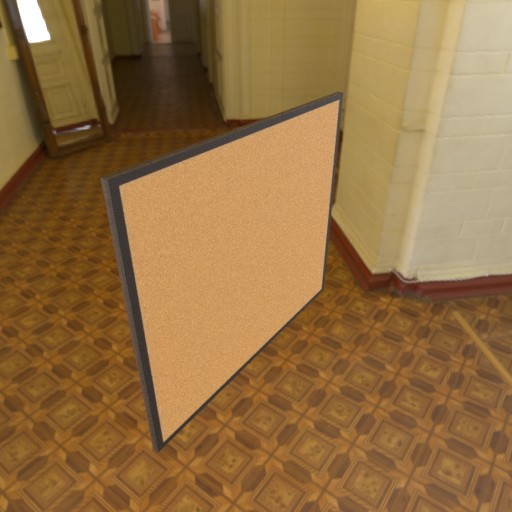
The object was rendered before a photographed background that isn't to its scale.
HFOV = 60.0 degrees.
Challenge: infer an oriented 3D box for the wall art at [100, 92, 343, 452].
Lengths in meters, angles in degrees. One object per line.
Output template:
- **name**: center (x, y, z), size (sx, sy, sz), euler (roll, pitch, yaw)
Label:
- **wall art**: center (0.000, 0.000, 1.473), size (0.023, 0.875, 1.033), euler (21, 37, 30)
